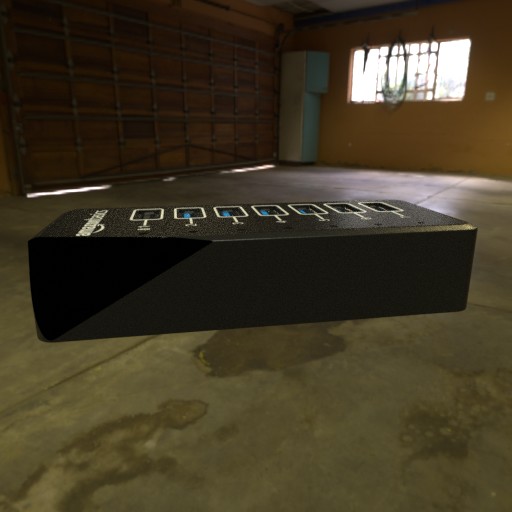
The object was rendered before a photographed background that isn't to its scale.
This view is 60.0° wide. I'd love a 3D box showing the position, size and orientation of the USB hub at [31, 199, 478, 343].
[{"bbox_3d":[0.000,0.000,0.126,0.110,0.023,0.044,-3,17,-10],"label":"USB hub"}]
